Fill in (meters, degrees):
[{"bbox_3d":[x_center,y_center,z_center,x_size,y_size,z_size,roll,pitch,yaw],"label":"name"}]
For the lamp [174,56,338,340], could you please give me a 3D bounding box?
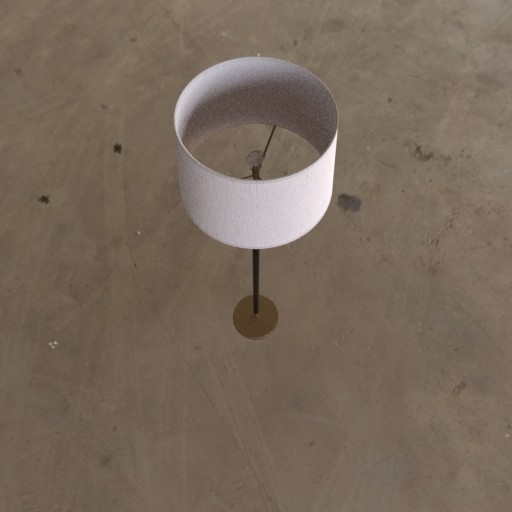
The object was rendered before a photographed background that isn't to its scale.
[{"bbox_3d":[0.000,0.000,1.643,0.420,1.447,0.420,0,64,0],"label":"lamp"}]
